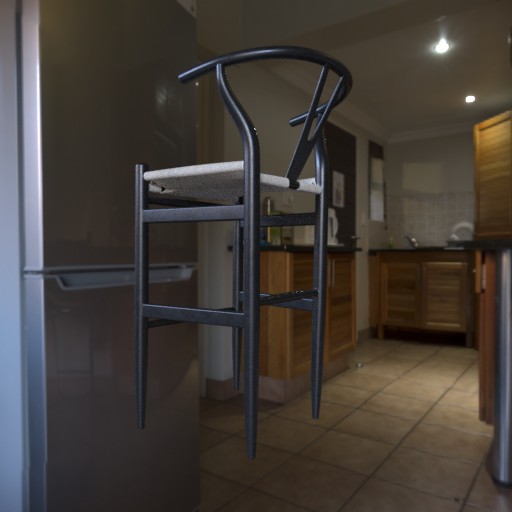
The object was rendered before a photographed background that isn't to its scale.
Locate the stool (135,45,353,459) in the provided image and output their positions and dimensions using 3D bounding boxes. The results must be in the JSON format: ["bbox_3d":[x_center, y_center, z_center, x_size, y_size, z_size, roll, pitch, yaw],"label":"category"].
[{"bbox_3d":[0.000,0.000,1.384,0.579,1.072,0.569,1,2,37],"label":"stool"}]
